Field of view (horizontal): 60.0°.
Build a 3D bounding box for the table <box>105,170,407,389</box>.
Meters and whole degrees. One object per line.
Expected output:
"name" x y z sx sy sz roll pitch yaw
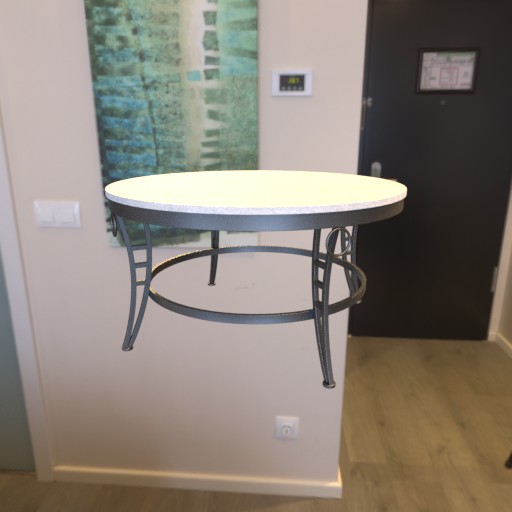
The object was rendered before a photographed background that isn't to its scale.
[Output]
"table" 0.000 0.000 1.438 0.889 0.470 0.889 0 16 0
